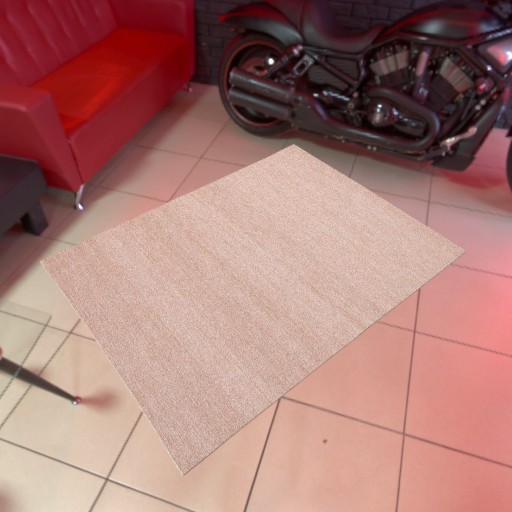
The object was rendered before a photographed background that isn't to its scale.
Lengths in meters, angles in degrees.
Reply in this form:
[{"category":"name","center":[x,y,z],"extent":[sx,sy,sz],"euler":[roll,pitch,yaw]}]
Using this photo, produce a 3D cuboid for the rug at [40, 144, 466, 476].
[{"category":"rug","center":[0.000,0.000,4.155],"extent":[3.202,0.045,2.434],"euler":[-30,53,-26]}]
